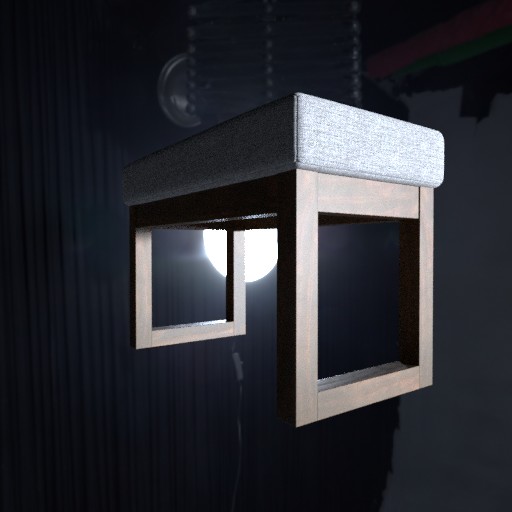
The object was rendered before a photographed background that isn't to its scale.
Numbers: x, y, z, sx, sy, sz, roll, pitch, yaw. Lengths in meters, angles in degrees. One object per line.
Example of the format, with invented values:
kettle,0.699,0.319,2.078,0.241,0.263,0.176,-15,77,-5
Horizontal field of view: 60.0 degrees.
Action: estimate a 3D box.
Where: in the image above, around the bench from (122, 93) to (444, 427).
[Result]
bench,0.000,0.000,0.971,0.366,0.467,0.681,-1,1,-36
